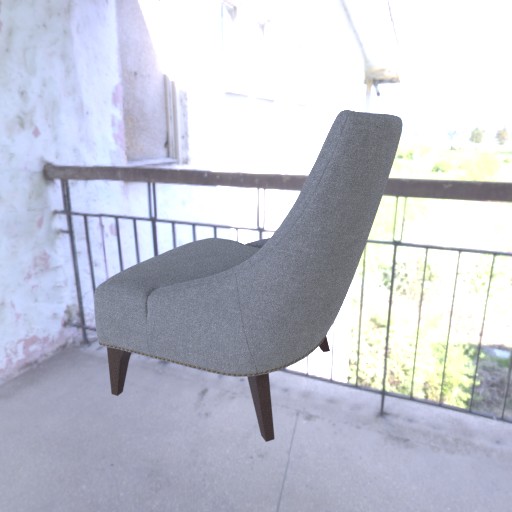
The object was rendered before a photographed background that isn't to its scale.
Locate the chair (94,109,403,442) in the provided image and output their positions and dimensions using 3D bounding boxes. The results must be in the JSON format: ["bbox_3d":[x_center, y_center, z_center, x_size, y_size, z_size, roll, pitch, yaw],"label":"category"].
[{"bbox_3d":[0.000,0.000,1.492,0.861,0.909,0.701,7,18,24],"label":"chair"}]
